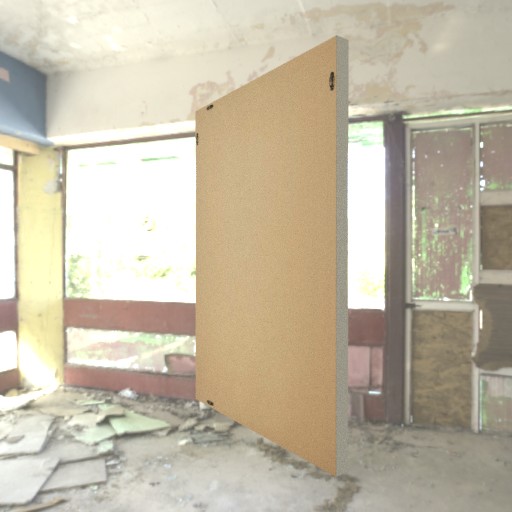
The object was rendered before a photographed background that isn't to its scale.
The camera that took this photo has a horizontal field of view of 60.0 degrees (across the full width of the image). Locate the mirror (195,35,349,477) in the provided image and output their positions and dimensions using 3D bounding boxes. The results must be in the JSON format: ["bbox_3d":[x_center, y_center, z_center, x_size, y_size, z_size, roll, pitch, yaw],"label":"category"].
[{"bbox_3d":[0.000,0.000,1.172,0.041,0.914,0.609,0,1,-36],"label":"mirror"}]
